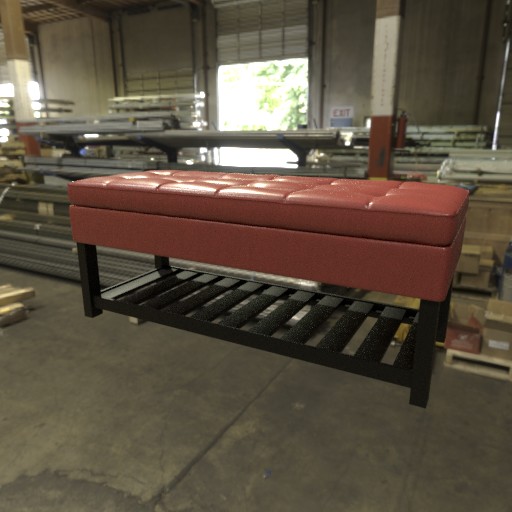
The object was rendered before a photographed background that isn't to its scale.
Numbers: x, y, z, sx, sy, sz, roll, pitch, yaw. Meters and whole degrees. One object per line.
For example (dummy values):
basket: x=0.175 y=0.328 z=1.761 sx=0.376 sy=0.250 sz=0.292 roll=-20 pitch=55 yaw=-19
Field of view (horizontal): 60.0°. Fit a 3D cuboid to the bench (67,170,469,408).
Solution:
bench: x=0.000 y=0.000 z=1.336 sx=1.105 sy=0.460 sz=0.432 roll=8 pitch=18 yaw=27
